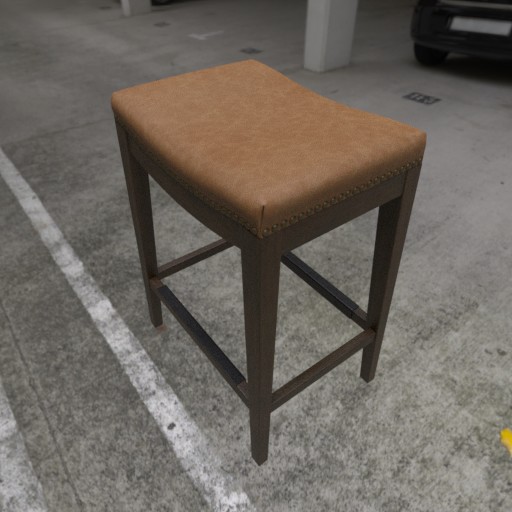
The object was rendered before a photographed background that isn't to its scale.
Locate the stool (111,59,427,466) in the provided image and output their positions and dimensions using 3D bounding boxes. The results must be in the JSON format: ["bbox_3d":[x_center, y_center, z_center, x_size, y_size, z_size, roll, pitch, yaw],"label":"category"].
[{"bbox_3d":[0.000,0.000,0.961,0.361,0.660,0.500,-26,47,-27],"label":"stool"}]
